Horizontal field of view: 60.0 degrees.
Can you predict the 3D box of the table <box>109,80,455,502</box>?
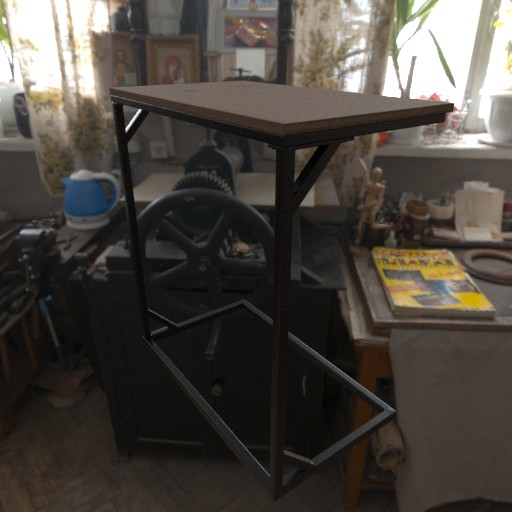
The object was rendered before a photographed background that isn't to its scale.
[{"bbox_3d":[0.000,0.000,0.977,0.351,0.673,0.597,-17,31,-32],"label":"table"}]
